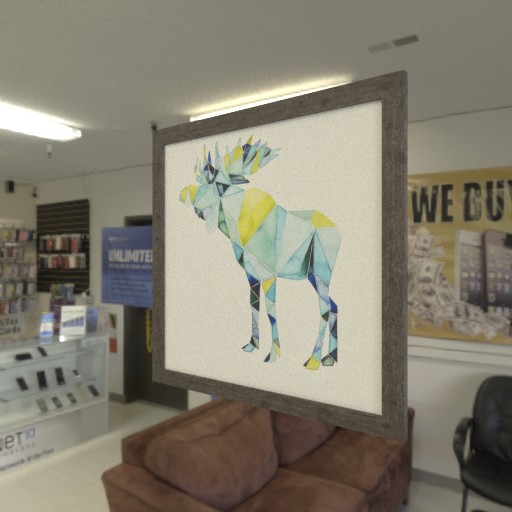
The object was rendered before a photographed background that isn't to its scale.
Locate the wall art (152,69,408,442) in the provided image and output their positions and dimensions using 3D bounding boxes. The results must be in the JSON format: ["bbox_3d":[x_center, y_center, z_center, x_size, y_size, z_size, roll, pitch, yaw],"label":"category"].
[{"bbox_3d":[0.000,0.000,0.682,0.457,0.457,0.013,0,0,36],"label":"wall art"}]
